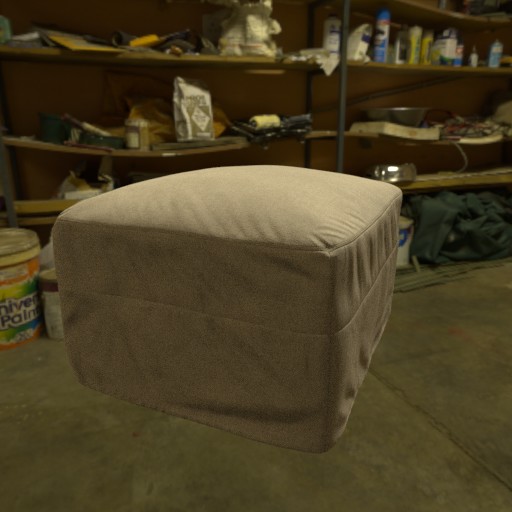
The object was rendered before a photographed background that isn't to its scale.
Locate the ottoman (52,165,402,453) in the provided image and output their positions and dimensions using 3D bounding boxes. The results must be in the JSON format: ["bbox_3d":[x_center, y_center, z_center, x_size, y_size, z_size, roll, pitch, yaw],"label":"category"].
[{"bbox_3d":[0.000,0.000,1.224,0.683,0.481,0.837,7,18,23],"label":"ottoman"}]
